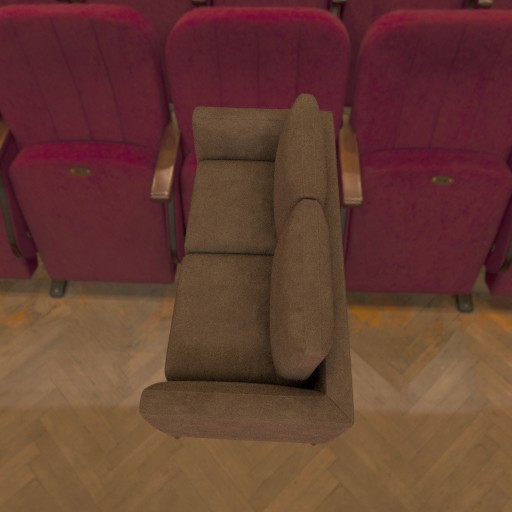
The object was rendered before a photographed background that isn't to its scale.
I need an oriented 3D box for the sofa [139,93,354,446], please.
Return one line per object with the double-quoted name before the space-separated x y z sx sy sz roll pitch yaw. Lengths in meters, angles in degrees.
"sofa" 0.000 0.000 2.403 0.855 1.013 1.832 2 57 1
